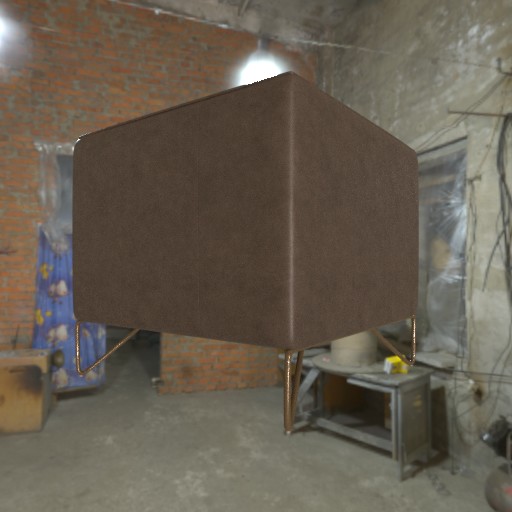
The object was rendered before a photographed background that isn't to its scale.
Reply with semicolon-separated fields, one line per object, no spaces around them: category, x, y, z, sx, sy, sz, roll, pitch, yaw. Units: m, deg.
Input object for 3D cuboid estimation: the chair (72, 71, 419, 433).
chair;0.000;0.000;1.543;0.880;0.790;0.894;-1;-1;37
